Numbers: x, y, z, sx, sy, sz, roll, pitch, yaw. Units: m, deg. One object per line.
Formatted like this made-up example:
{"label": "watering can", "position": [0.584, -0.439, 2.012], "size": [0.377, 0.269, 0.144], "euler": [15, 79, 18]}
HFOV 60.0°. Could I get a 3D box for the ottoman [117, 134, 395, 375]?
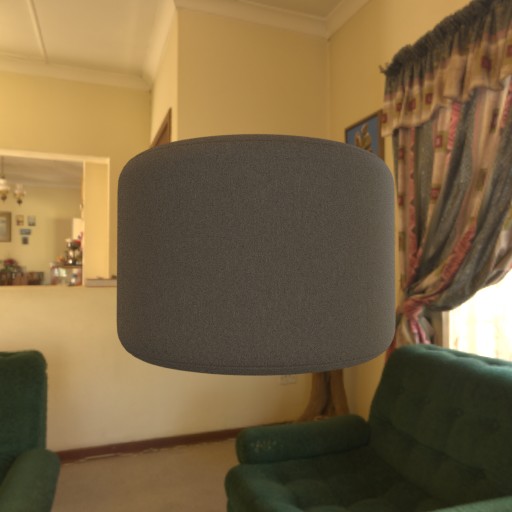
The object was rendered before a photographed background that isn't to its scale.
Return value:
{"label": "ottoman", "position": [0.000, 0.000, 1.015], "size": [0.608, 0.433, 0.608], "euler": [0, -1, 0]}
